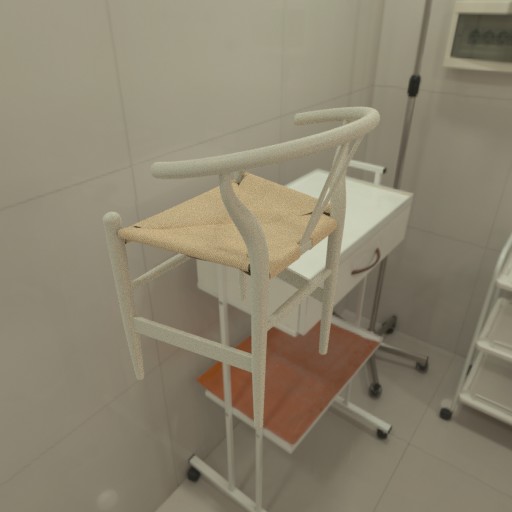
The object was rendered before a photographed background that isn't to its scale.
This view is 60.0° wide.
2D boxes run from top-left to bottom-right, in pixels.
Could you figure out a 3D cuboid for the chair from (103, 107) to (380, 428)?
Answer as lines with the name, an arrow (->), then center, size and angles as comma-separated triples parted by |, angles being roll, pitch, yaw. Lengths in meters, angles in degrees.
chair -> 0.000, 0.000, 1.108 | 0.500, 0.736, 0.533 | 21, 36, 31
